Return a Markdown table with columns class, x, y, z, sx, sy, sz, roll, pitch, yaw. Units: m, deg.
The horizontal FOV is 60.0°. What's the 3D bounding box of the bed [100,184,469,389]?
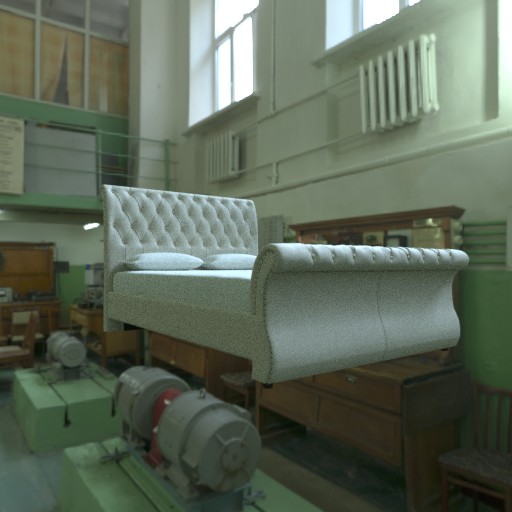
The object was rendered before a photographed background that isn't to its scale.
| class | x | y | z | sx | sy | sz | roll | pitch | yaw |
| --- | --- | --- | --- | --- | --- | --- | --- | --- | --- |
| bed | 0.000 | 0.000 | 3.383 | 1.606 | 1.268 | 2.493 | 1 | -1 | -37 |
